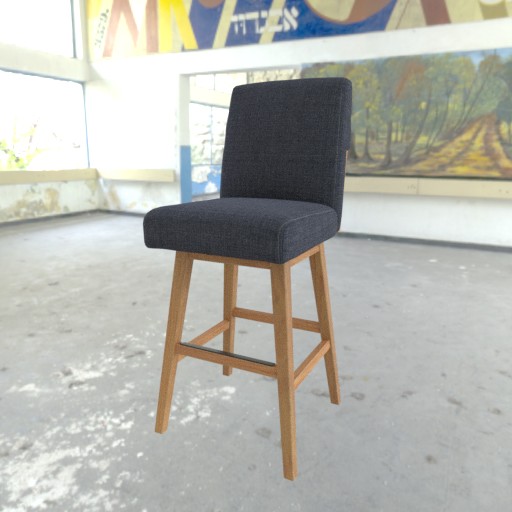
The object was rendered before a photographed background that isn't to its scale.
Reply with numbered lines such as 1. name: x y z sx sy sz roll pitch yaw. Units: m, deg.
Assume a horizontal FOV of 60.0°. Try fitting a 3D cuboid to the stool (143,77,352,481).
1. stool: 0.000 0.000 1.401 0.483 1.112 0.570 7 15 26
